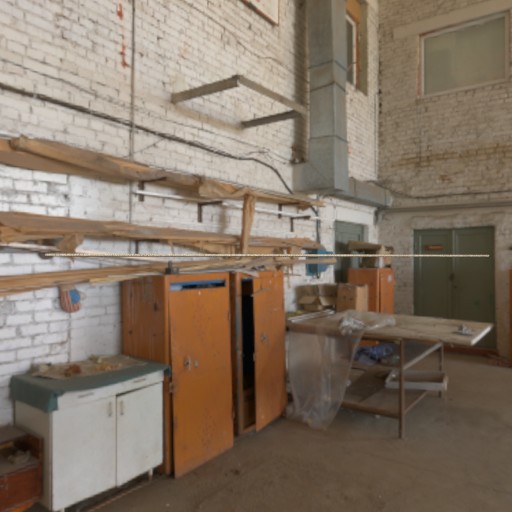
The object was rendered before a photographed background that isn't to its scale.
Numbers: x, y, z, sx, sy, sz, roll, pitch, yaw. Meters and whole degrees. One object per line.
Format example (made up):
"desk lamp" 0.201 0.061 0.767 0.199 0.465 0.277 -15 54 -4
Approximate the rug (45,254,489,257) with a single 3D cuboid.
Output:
"rug" 0.000 0.000 2.191 1.752 0.006 1.142 0 0 -18
